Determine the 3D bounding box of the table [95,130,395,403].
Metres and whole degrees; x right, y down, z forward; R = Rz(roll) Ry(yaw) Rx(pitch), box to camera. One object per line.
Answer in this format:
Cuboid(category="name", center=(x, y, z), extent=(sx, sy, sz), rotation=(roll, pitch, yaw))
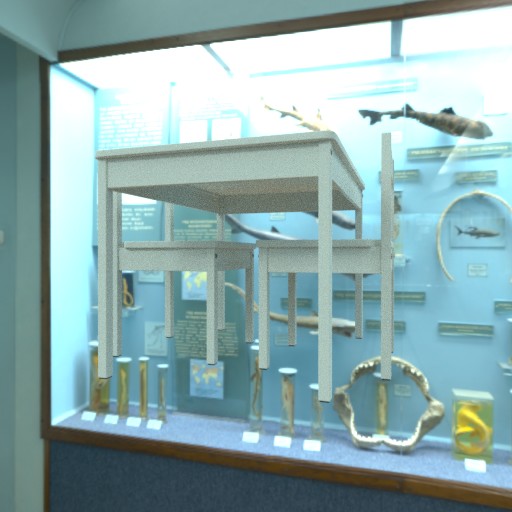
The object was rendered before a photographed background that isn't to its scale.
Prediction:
Cuboid(category="table", center=(0.000, 0.000, 1.134), extent=(0.672, 0.503, 0.650), rotation=(0, 0, 18))
